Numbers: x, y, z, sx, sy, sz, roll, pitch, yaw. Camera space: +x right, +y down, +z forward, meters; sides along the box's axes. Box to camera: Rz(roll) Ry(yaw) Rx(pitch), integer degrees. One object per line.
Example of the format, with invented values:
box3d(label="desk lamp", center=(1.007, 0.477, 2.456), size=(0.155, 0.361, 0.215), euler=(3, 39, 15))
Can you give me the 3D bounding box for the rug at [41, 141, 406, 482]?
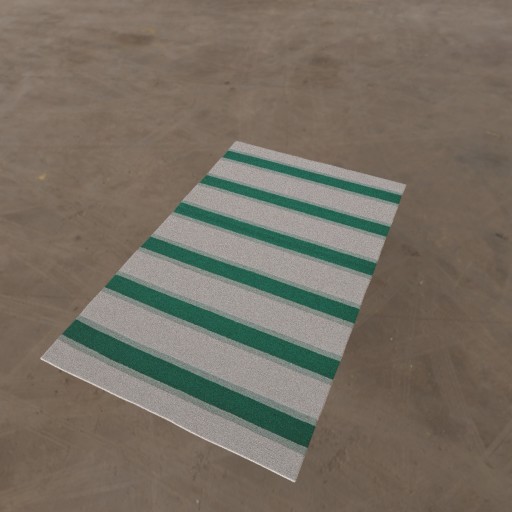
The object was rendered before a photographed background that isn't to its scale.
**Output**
box3d(label="rug", center=(0.000, 0.000, 2.999), size=(1.521, 0.015, 2.436), euler=(19, 49, 17))
